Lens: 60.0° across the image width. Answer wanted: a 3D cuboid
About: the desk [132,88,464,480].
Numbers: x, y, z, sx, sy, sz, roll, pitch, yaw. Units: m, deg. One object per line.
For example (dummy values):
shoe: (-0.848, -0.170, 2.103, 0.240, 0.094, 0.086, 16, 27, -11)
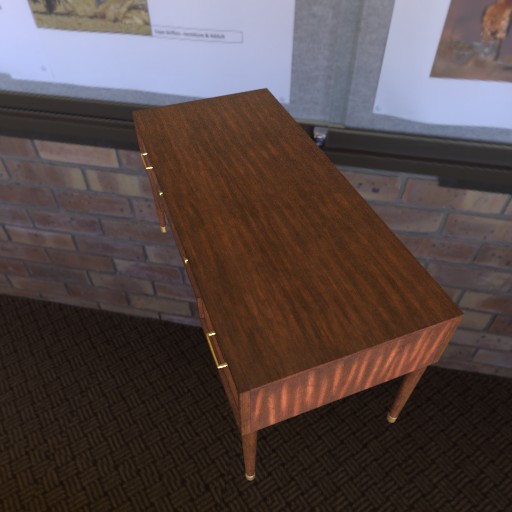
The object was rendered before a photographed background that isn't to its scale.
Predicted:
desk: (0.000, 0.000, 2.010, 0.724, 0.762, 1.575, -15, 48, -14)
